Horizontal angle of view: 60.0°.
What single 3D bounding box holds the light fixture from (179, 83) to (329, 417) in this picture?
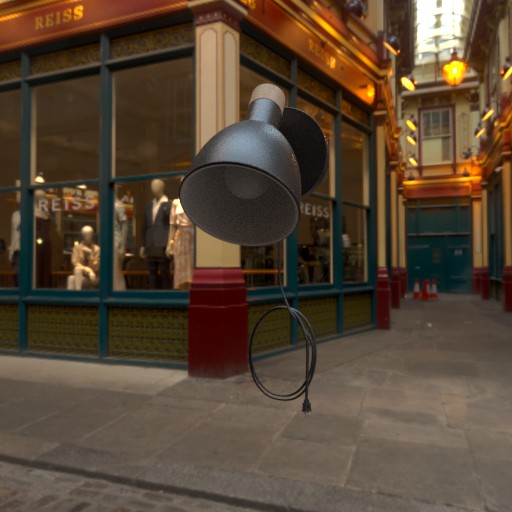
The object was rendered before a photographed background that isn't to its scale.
[{"bbox_3d":[0.000,0.000,0.487,0.127,0.401,0.203,0,-1,19],"label":"light fixture"}]
